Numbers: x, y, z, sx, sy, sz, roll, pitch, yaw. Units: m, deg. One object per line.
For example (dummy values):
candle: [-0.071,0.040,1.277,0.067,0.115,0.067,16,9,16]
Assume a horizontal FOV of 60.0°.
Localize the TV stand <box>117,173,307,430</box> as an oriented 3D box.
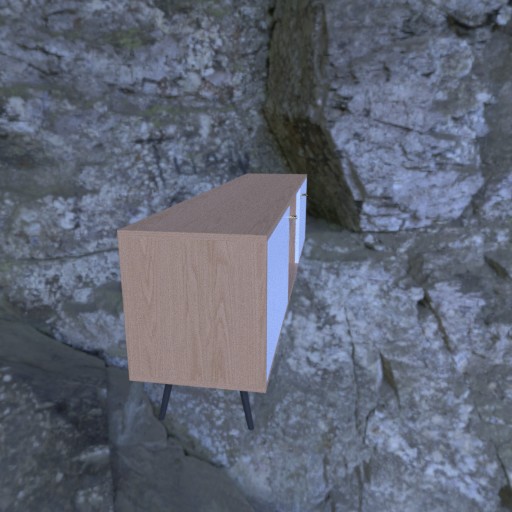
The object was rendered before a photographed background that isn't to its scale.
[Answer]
TV stand: [0.000,0.000,1.968,0.400,0.580,1.760,2,15,9]
